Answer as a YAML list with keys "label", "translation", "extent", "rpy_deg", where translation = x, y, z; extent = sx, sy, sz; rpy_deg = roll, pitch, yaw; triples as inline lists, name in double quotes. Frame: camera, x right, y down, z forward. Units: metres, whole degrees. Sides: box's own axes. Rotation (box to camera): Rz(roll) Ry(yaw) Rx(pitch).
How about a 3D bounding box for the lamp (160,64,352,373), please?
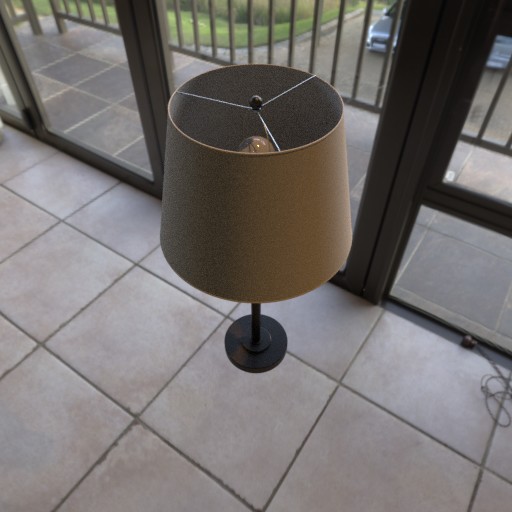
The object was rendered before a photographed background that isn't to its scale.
- label: "lamp"
  translation: [0.000, 0.000, 0.908]
  extent: [0.363, 0.696, 0.363]
  rpy_deg: [0, 48, 0]
